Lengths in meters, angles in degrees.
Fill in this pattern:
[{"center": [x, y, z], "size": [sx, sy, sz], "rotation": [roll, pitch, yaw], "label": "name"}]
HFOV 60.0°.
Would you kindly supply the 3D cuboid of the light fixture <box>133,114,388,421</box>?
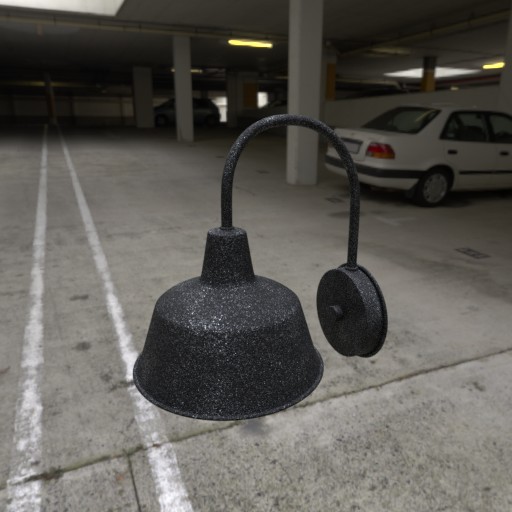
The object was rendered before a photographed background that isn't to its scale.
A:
[{"center": [0.000, 0.000, 0.491], "size": [0.283, 0.300, 0.216], "rotation": [-7, 18, -23], "label": "light fixture"}]
